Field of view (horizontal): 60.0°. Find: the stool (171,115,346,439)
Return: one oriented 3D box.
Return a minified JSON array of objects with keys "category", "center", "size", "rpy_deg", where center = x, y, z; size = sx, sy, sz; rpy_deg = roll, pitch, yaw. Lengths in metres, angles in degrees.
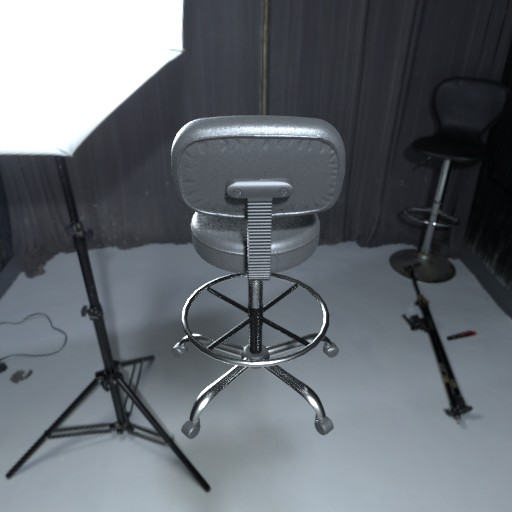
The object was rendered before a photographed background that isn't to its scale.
[{"category":"stool","center":[0.000,0.000,1.507],"size":[0.694,1.069,0.658],"rpy_deg":[-1,31,-1]}]
